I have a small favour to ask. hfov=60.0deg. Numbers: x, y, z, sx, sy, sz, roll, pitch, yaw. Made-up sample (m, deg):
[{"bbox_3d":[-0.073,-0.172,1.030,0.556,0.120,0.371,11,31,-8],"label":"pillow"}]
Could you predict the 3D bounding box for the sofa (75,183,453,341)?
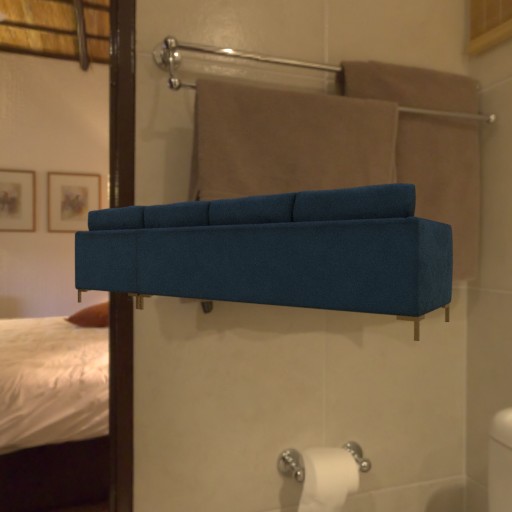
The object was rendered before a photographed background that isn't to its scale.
[{"bbox_3d":[0.000,0.000,3.532,2.932,0.810,1.350,0,1,35],"label":"sofa"}]
